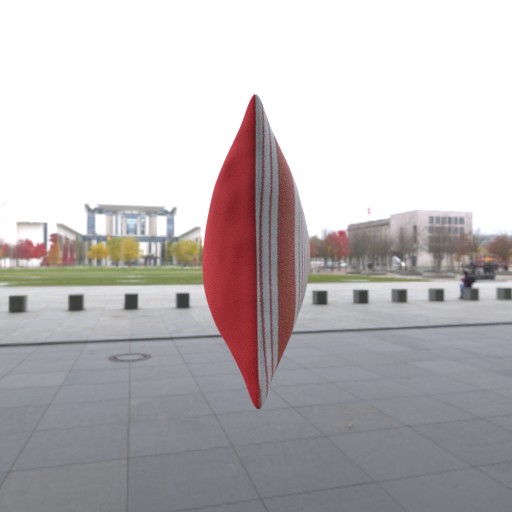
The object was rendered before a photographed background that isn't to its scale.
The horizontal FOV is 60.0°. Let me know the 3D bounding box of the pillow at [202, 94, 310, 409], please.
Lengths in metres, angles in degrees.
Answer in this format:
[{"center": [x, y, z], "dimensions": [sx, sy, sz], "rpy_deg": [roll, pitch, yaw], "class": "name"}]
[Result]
[{"center": [0.000, 0.000, 0.719], "dimensions": [0.151, 0.297, 0.608], "rpy_deg": [0, -1, -1], "class": "pillow"}]
